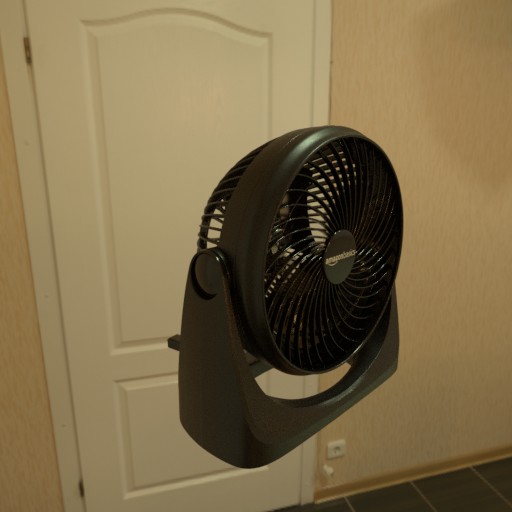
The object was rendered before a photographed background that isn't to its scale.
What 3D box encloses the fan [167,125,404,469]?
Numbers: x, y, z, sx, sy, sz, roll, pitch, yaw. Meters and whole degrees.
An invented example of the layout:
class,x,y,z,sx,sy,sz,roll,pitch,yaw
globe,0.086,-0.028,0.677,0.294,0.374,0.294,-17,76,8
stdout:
class,x,y,z,sx,sy,sz,roll,pitch,yaw
fan,0.000,0.000,0.497,0.256,0.277,0.273,14,20,43
